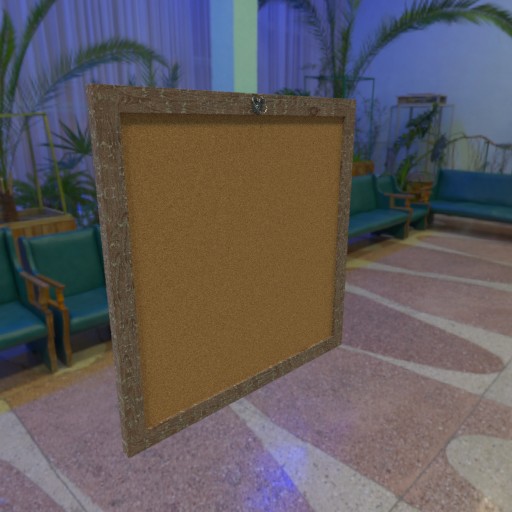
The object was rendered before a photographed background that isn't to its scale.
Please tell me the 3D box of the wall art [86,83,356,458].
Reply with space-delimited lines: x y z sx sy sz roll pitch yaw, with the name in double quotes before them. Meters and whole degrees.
"wall art" 0.000 0.000 0.552 0.380 0.380 0.022 -15 22 -41
